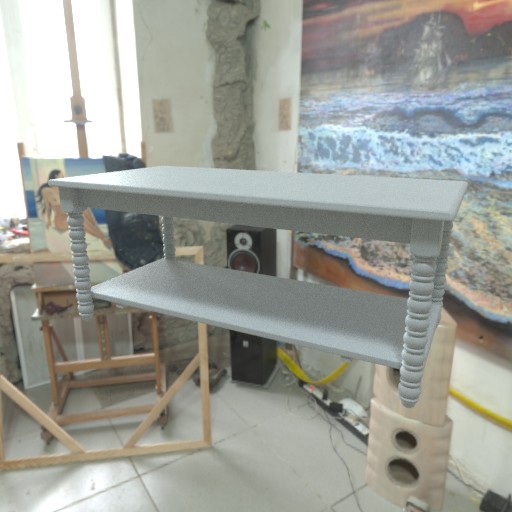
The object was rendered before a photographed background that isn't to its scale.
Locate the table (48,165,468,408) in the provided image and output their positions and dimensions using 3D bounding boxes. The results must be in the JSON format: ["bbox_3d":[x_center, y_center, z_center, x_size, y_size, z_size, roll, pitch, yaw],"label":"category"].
[{"bbox_3d":[0.000,0.000,1.437,1.171,0.487,0.580,8,18,26],"label":"table"}]
